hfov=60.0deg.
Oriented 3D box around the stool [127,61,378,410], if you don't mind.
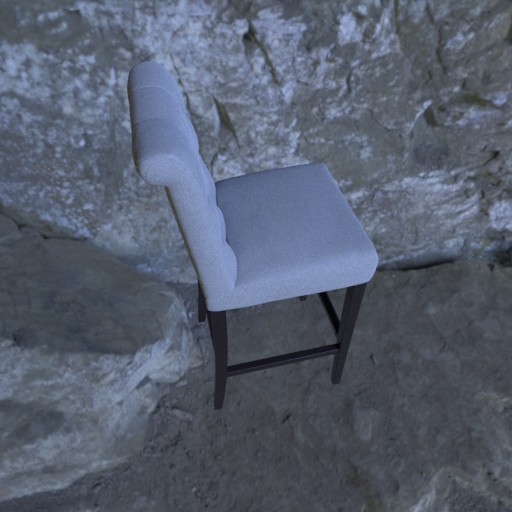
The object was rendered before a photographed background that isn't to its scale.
[{"bbox_3d":[0.000,0.000,1.451,0.601,1.140,0.493,-10,47,-9],"label":"stool"}]
